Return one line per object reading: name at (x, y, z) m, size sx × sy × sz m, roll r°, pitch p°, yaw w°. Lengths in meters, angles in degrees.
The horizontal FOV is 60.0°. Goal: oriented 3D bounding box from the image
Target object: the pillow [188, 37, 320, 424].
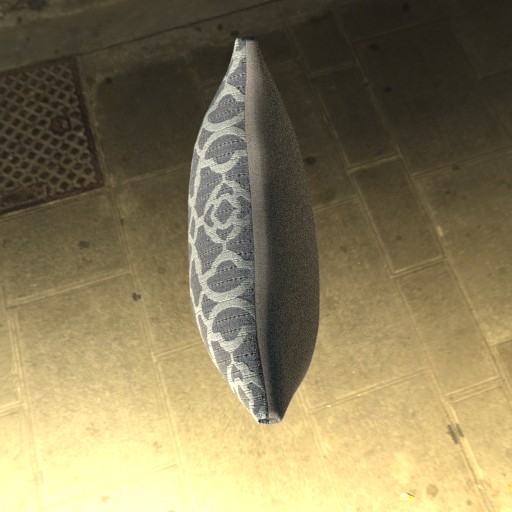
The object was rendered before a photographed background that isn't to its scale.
pillow at (0.000, 0.000, 0.778) m, size 0.215 × 0.498 × 0.508 m, roll -3°, pitch 75°, yaw -1°
